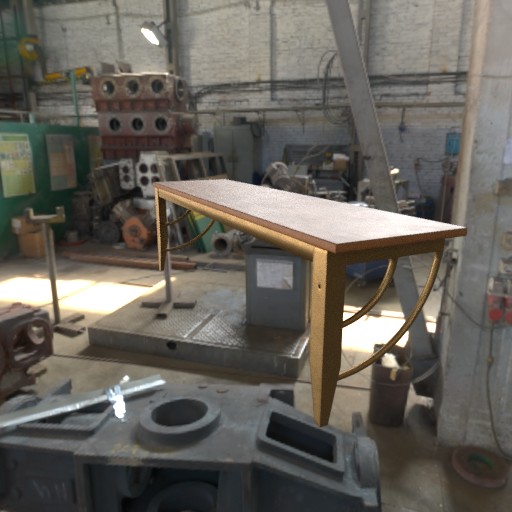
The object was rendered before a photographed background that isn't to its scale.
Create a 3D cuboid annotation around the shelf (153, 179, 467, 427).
[{"bbox_3d":[0.000,0.000,0.716,0.166,0.190,0.636,-7,16,-26],"label":"shelf"}]
